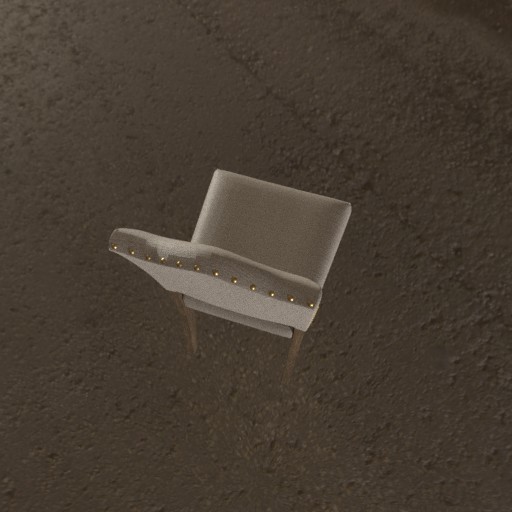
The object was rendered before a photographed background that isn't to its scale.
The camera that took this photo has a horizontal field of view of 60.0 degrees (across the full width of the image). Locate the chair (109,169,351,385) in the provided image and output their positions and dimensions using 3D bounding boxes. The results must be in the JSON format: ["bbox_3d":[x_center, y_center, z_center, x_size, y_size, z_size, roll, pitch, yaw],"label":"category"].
[{"bbox_3d":[0.000,0.000,1.399,0.508,1.020,0.620,16,64,8],"label":"chair"}]
